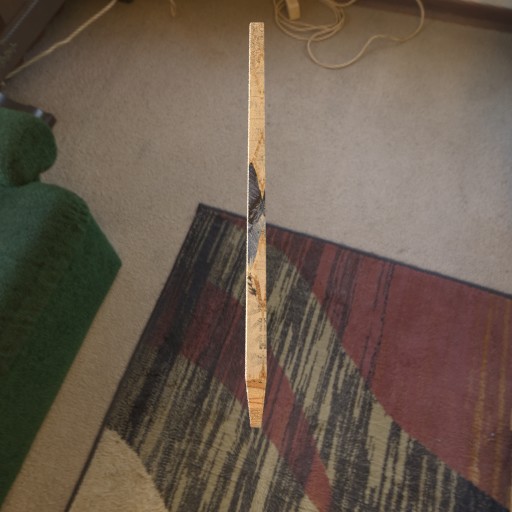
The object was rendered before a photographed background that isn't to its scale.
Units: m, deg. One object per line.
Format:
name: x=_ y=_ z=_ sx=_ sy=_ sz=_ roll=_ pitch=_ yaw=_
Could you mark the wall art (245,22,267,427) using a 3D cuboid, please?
wall art: x=0.000 y=0.000 z=1.363 sx=0.039 sy=0.914 sz=0.912 roll=0 pitch=64 yaw=0
